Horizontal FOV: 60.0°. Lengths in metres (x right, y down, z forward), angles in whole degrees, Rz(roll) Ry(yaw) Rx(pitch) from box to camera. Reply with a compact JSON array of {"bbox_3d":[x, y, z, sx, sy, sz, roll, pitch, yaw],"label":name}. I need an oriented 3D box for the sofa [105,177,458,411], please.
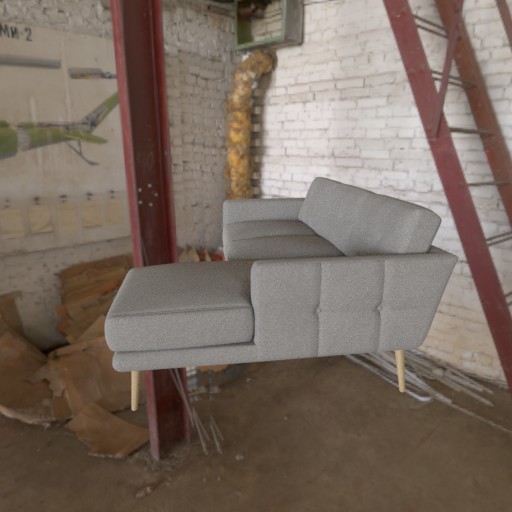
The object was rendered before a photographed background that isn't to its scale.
[{"bbox_3d":[0.000,0.000,2.840,1.530,0.860,2.040,-2,15,-8],"label":"sofa"}]
